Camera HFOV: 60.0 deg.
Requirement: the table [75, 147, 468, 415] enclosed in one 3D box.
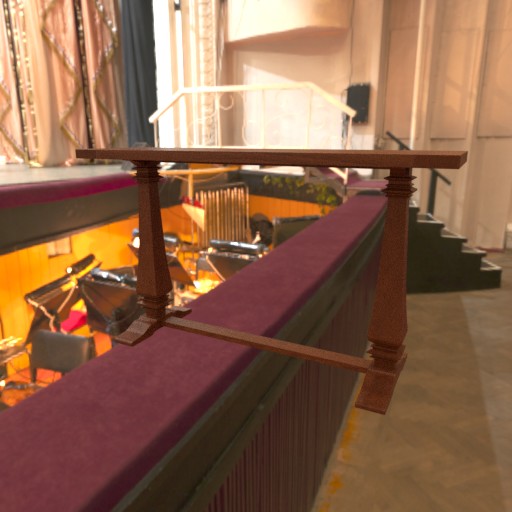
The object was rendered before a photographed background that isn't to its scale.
[{"bbox_3d":[0.000,0.000,1.831,1.478,0.852,0.461,8,17,26],"label":"table"}]
